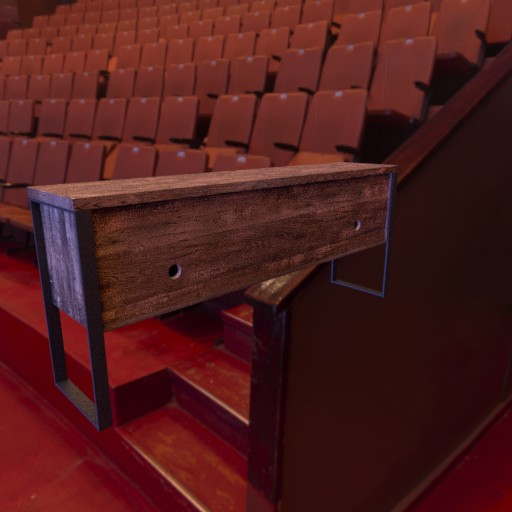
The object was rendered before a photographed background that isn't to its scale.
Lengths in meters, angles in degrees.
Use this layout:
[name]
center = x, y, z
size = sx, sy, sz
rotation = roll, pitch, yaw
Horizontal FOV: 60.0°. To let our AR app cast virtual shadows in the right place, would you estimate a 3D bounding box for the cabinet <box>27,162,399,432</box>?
[cabinet]
center = 0.000, 0.000, 2.076
size = 1.800, 0.762, 0.395
rotation = -15, 21, -42
